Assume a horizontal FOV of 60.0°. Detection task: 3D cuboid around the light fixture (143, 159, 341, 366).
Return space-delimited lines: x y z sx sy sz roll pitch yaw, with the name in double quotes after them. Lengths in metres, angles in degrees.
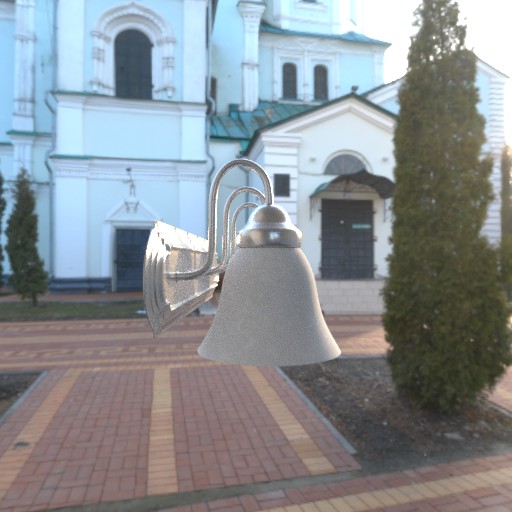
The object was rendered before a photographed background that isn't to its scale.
0.000 0.000 0.708 0.199 0.222 0.610 0 -1 1 "light fixture"
